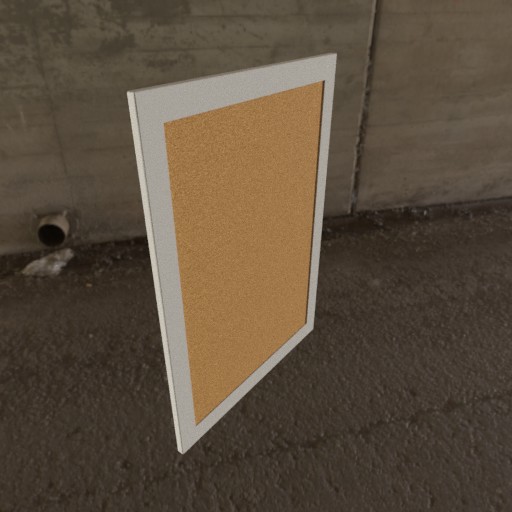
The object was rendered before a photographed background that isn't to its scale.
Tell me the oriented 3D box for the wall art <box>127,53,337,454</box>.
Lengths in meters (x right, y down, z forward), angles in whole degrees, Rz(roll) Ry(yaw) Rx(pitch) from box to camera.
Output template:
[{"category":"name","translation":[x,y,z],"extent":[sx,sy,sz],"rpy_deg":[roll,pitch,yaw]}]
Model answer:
[{"category":"wall art","translation":[0.000,0.000,0.670],"extent":[0.012,0.529,0.374],"rpy_deg":[22,37,32]}]
